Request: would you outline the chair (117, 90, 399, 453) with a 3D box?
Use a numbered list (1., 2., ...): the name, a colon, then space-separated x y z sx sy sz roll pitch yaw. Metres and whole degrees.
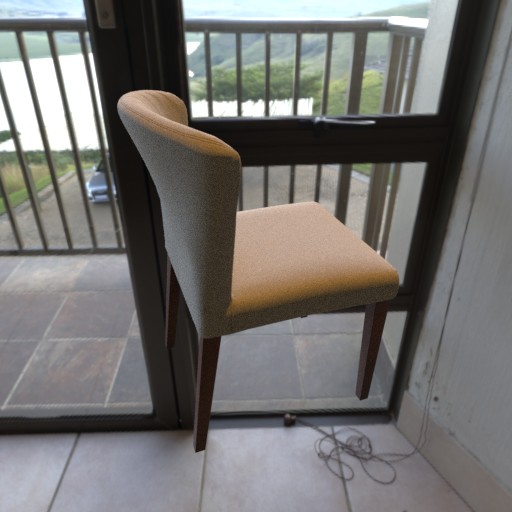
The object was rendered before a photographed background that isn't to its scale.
1. chair: 0.000 0.000 1.182 0.592 0.839 0.491 -10 32 -17
